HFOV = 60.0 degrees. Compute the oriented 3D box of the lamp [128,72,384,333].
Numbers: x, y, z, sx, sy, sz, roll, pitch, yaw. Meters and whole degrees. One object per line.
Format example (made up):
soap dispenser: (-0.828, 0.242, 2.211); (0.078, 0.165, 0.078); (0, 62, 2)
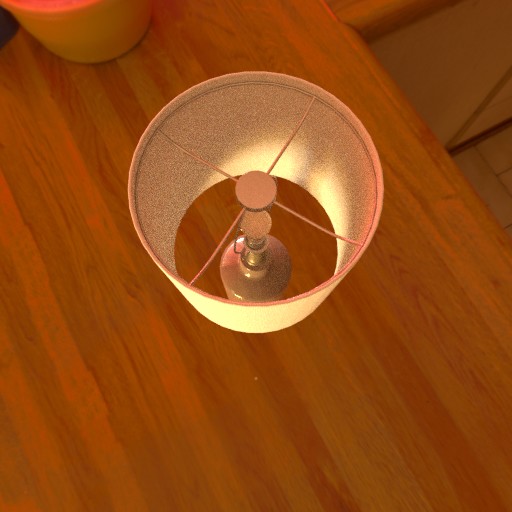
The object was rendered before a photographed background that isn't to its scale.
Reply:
lamp: (0.000, 0.000, 0.580); (0.207, 0.461, 0.207); (30, 77, 8)
